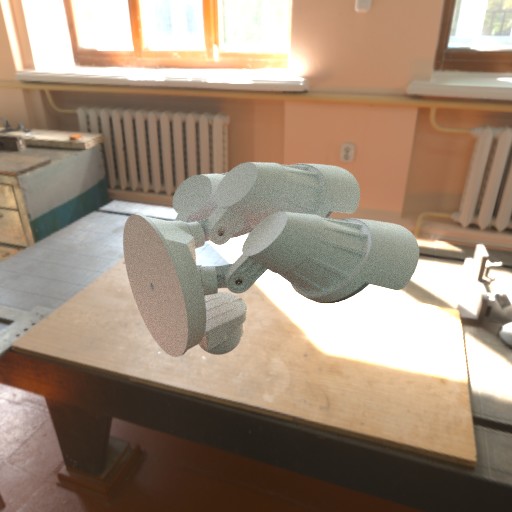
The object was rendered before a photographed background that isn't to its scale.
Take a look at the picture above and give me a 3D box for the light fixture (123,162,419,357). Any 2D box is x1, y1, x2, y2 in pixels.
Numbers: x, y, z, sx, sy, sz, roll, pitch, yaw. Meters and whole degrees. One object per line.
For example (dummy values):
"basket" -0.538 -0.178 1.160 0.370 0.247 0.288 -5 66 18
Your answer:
"light fixture" 0.000 0.000 0.555 0.278 0.237 0.369 -18 32 -32
